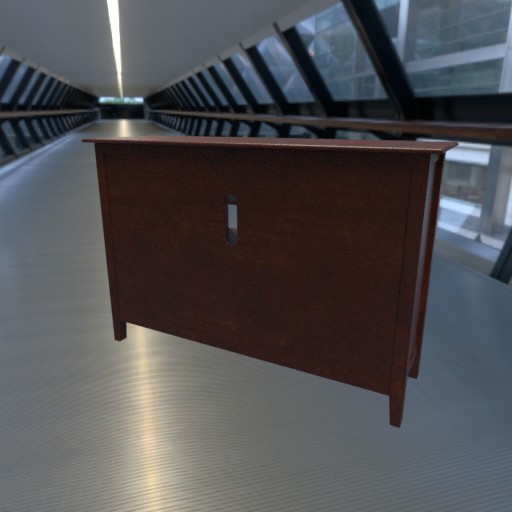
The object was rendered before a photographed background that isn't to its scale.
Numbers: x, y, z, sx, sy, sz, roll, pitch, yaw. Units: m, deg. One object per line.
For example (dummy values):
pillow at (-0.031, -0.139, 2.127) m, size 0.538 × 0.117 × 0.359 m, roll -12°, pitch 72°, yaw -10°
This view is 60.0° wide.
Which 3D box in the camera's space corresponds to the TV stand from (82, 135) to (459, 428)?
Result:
TV stand at (0.000, 0.000, 1.808) m, size 1.372 × 0.915 × 0.445 m, roll 9°, pitch 19°, yaw 27°
